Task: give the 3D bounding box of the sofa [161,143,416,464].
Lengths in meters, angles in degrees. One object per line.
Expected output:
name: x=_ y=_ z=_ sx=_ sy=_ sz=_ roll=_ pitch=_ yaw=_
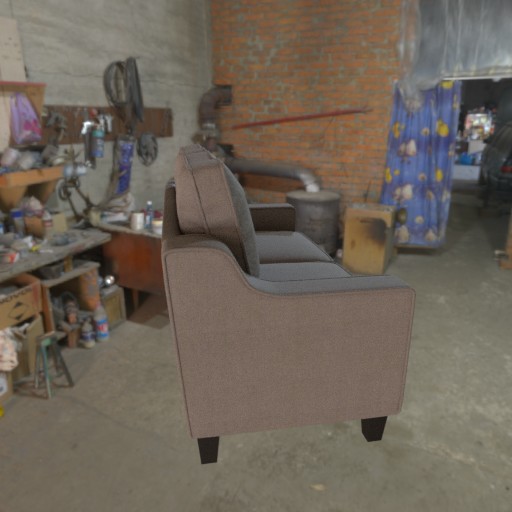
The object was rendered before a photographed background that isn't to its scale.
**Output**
sofa: x=0.000 y=0.000 z=2.008 sx=0.791 sy=0.948 sz=1.500 roll=-3 pitch=17 yaw=-10
